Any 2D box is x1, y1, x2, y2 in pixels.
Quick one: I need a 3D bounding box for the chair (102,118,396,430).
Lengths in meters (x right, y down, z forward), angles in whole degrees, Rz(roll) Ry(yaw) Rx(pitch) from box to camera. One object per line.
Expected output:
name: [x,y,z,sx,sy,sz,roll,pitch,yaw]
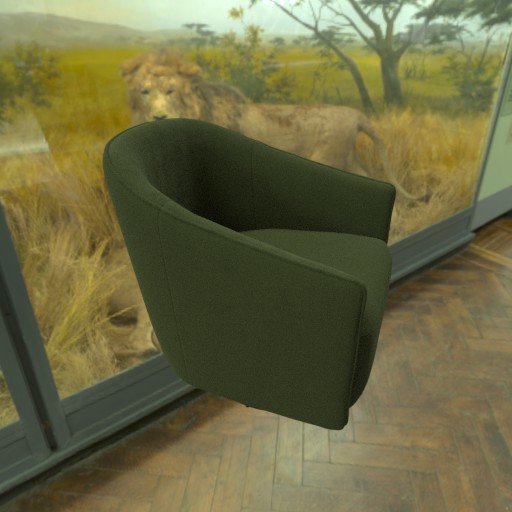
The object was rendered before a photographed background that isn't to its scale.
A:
chair: [0.000,0.000,1.496,0.875,0.799,0.747,11,31,18]
